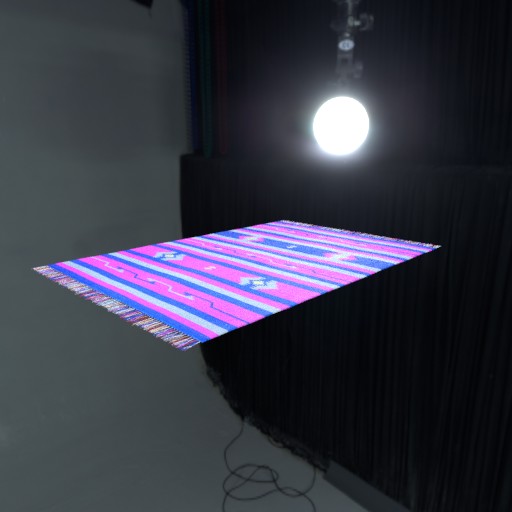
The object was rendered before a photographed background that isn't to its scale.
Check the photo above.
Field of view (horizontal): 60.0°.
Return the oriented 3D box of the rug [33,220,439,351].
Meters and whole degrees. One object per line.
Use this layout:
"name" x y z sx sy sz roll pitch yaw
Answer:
"rug" 0.000 0.000 2.964 1.539 0.013 2.350 14 20 43
